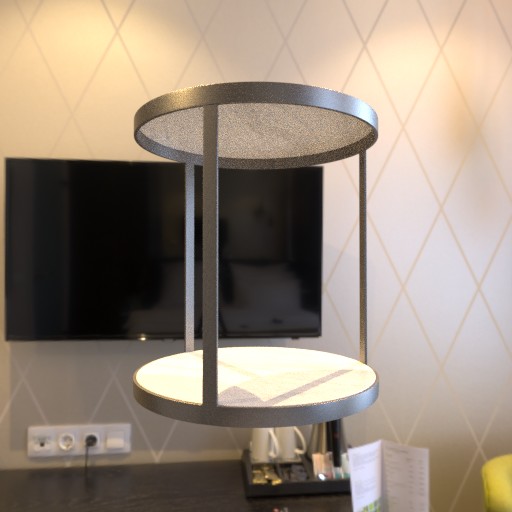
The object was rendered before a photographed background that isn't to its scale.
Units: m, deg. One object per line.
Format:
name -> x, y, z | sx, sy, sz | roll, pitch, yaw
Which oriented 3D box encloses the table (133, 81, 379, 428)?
table -> 0.000, 0.000, 0.833 | 0.445, 0.479, 0.445 | 0, -1, 0
